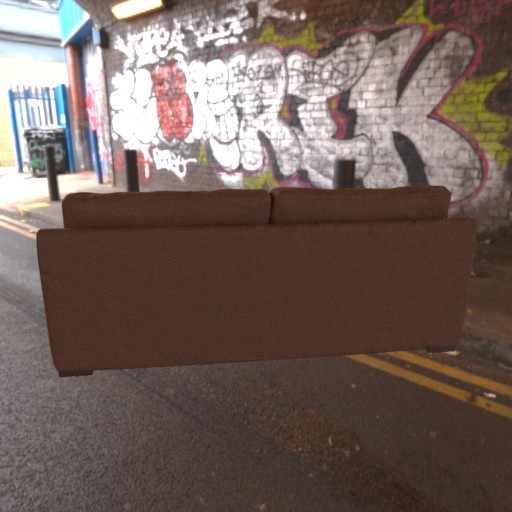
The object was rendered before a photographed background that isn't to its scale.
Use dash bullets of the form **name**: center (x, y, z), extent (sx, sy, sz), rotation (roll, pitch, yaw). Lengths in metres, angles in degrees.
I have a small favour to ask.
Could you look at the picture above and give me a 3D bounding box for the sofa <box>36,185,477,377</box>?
- **sofa**: center (0.000, 0.000, 2.823), extent (2.274, 0.950, 1.140), rotation (-2, 16, -7)
